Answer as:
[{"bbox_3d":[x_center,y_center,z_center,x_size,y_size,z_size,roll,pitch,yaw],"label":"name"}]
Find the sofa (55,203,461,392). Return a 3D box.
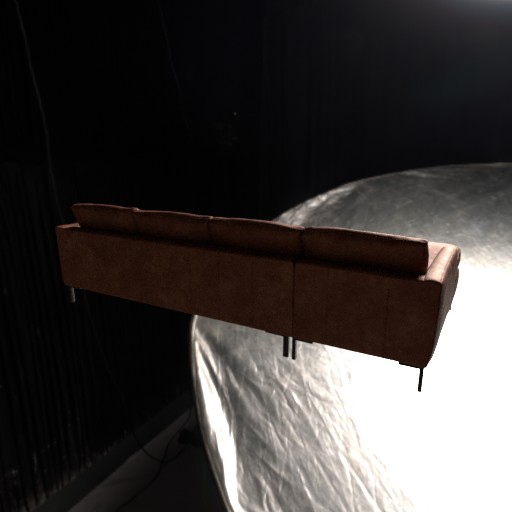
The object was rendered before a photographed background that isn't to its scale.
[{"bbox_3d":[0.000,0.000,3.628,2.993,0.859,1.471,8,17,28],"label":"sofa"}]
